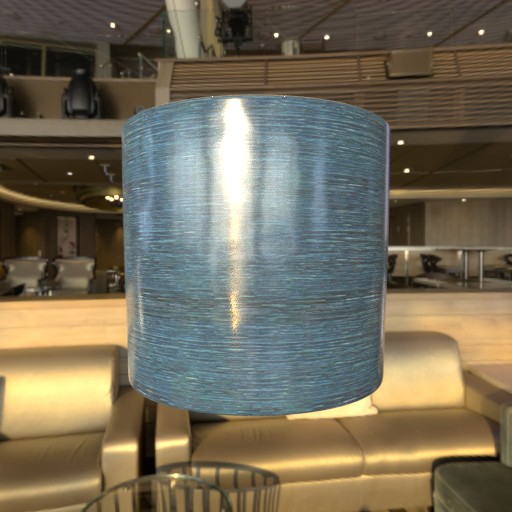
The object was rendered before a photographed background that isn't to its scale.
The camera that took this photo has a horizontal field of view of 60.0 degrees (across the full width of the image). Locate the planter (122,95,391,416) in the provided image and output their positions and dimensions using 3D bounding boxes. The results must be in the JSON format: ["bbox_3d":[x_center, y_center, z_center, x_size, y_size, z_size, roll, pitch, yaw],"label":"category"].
[{"bbox_3d":[0.000,0.000,0.383,0.221,0.201,0.221,0,1,0],"label":"planter"}]
